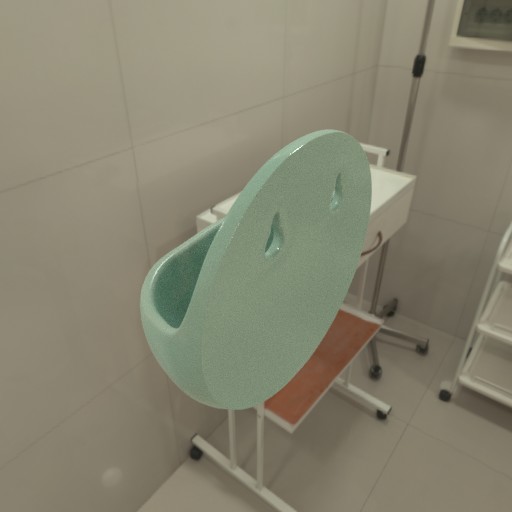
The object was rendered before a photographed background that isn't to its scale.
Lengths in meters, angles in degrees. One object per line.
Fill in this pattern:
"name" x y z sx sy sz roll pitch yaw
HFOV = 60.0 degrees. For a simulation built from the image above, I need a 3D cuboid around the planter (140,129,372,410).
"planter" 0.000 0.000 0.278 0.073 0.164 0.189 22 39 30
